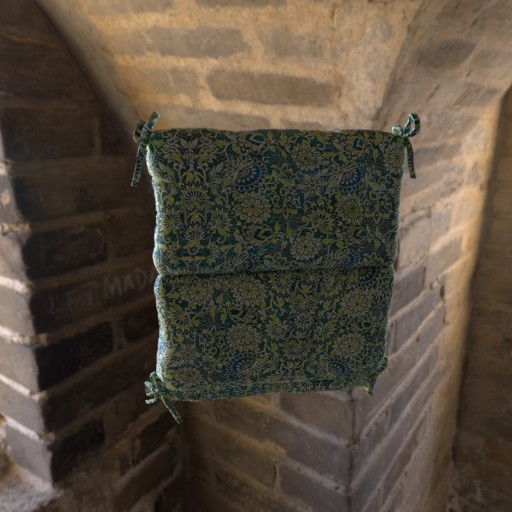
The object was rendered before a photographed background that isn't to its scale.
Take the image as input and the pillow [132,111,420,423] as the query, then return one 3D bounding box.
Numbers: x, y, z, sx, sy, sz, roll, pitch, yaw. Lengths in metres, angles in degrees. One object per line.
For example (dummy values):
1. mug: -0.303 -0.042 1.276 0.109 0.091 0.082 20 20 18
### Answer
1. pillow: 0.000 0.000 1.041 0.519 0.605 0.571 -2 13 -9
